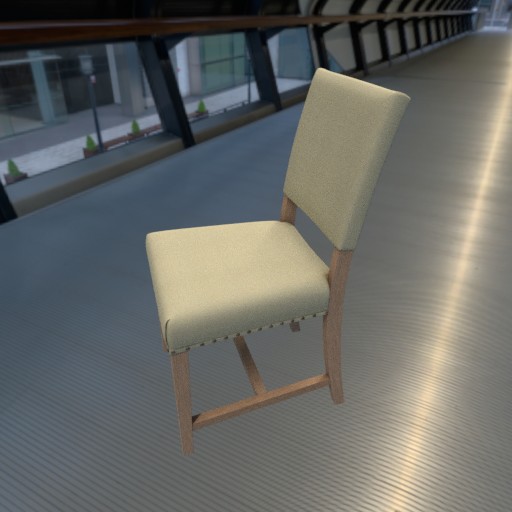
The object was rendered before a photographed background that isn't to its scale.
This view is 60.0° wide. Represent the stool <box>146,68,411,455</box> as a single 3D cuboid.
[{"bbox_3d":[0.000,0.000,1.342,0.623,0.986,0.508,-9,31,-15],"label":"stool"}]
